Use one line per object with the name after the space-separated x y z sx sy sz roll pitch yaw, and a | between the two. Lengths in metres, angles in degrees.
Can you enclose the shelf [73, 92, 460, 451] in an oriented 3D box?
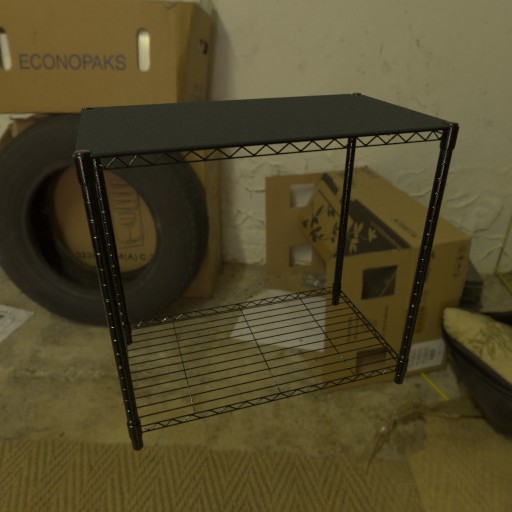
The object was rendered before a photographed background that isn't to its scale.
0.000 0.000 0.907 0.589 0.564 0.338 -9 30 -15 | shelf
